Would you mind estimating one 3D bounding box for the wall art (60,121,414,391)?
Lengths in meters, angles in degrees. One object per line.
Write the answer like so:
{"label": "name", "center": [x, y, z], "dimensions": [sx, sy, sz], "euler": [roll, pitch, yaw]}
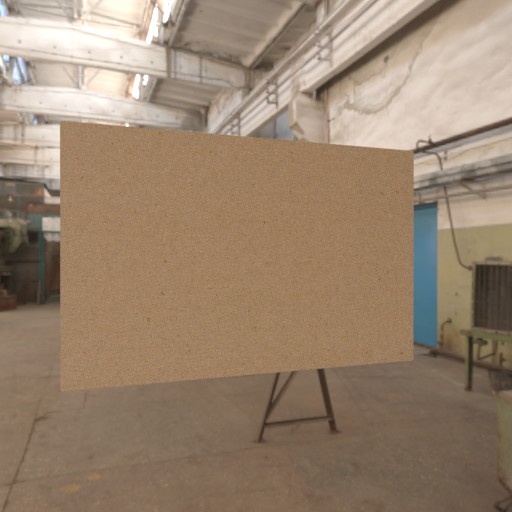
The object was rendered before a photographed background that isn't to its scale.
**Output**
{"label": "wall art", "center": [0.000, 0.000, 0.766], "dimensions": [0.618, 0.398, 0.042], "euler": [0, 0, -18]}
